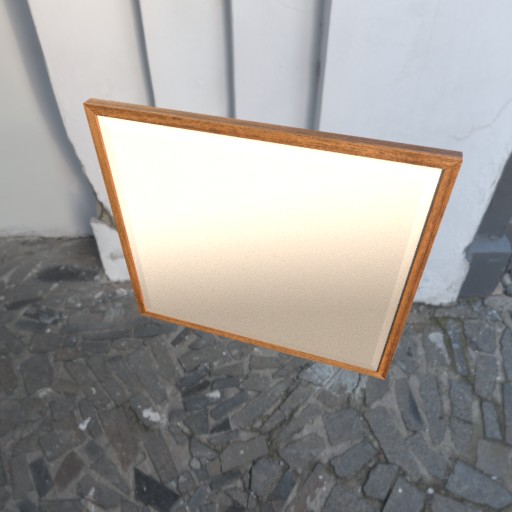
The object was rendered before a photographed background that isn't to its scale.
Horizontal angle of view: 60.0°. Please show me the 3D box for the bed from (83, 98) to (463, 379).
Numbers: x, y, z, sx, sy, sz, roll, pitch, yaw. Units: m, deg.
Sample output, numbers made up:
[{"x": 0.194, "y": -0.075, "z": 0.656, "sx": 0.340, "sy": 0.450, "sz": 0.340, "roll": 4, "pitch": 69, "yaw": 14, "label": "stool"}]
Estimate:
[{"x": 0.000, "y": 0.000, "z": 1.495, "sx": 1.041, "sy": 0.940, "sz": 0.043, "roll": 12, "pitch": 44, "yaw": 13, "label": "bed"}]
